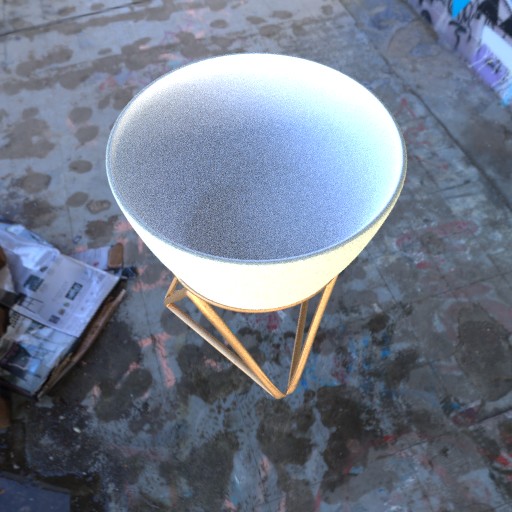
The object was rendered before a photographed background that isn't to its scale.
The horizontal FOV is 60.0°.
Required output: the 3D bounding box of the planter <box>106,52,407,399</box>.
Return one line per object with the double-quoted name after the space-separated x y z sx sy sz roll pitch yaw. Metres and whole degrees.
0.000 0.000 0.731 0.350 0.504 0.350 -16 59 -10 "planter"
